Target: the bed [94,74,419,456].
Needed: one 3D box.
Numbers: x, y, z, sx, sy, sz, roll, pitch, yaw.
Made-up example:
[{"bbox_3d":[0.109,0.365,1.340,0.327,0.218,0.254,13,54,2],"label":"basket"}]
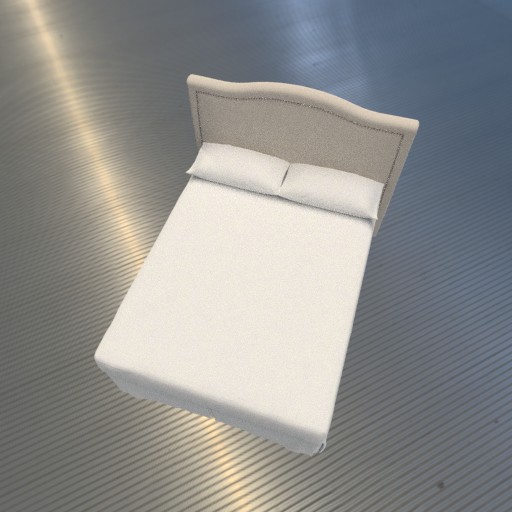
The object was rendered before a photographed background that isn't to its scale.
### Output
[{"bbox_3d":[0.000,0.000,3.252,1.753,1.460,2.143,15,58,10],"label":"bed"}]
